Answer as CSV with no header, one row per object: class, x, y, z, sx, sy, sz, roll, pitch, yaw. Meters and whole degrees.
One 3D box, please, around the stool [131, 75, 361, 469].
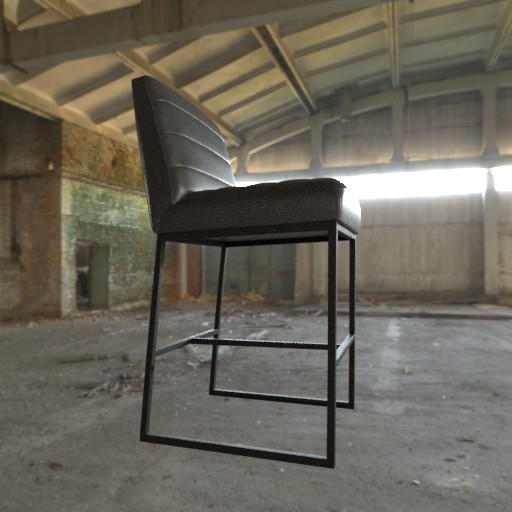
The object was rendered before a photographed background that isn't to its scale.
stool,0.000,0.000,1.257,0.552,0.938,0.457,0,-1,18
